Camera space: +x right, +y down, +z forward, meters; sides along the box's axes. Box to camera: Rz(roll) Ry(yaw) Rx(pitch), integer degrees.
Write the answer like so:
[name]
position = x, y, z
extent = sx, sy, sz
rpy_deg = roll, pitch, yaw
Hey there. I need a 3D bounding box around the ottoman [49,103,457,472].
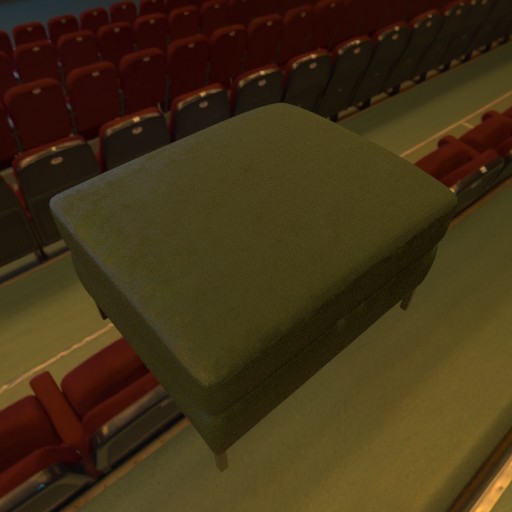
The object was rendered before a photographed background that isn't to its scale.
[ottoman]
position = 0.000, 0.000, 1.290
extent = 0.839, 0.538, 0.701
rpy_deg = -32, 54, -27
